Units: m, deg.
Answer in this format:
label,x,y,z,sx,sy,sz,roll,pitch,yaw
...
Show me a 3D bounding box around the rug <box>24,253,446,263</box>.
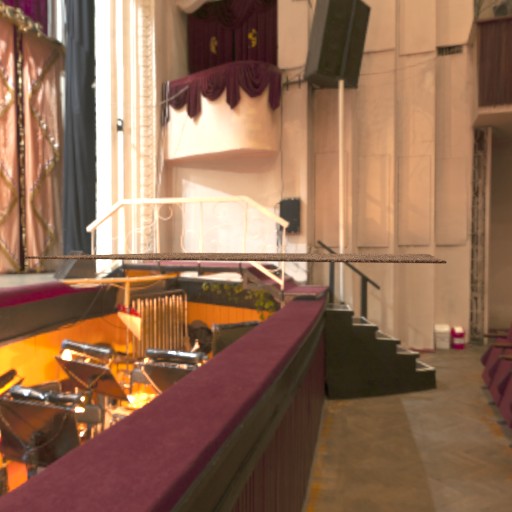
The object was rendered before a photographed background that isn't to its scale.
label,x,y,z,sx,sy,sz,roll,pitch,yaw
rug,0.000,0.000,4.259,3.204,0.017,2.448,0,1,19
